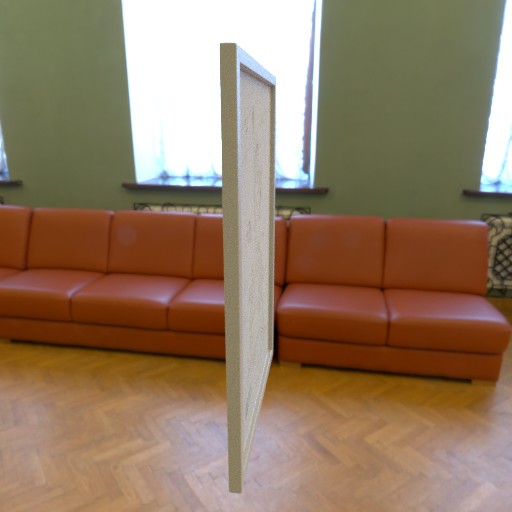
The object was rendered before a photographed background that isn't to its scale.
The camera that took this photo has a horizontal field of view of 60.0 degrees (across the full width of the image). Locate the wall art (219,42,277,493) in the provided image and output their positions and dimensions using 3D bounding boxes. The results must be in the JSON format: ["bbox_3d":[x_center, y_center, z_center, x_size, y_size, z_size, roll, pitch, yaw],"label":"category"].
[{"bbox_3d":[0.000,0.000,1.019,0.026,0.813,0.556,3,17,8],"label":"wall art"}]
